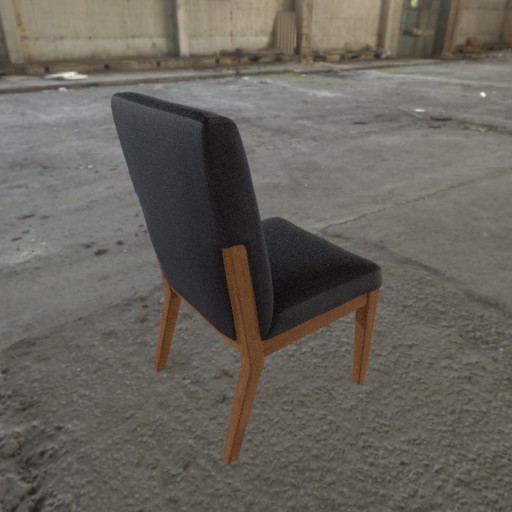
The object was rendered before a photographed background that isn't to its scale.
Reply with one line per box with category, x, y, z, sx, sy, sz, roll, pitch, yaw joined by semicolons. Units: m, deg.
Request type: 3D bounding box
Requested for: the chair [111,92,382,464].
chair;0.000;0.000;1.298;0.586;0.911;0.507;-18;32;-32
